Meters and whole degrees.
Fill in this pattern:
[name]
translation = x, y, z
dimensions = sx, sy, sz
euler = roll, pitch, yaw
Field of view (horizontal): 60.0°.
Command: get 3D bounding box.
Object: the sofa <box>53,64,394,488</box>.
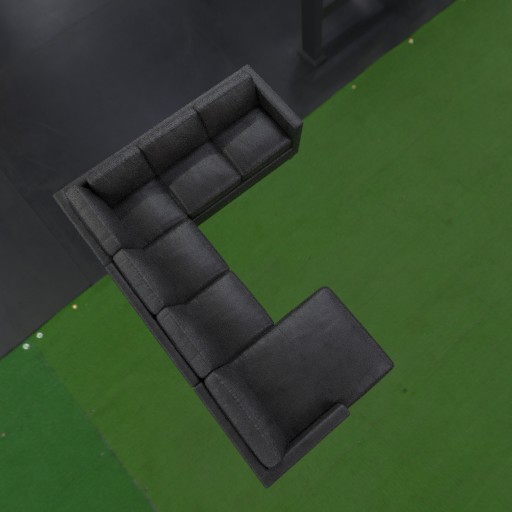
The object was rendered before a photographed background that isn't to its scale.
[sofa]
translation = 0.000, 0.000, 4.447
dimensions = 2.452, 0.891, 3.324
euler = -38, 77, -10
